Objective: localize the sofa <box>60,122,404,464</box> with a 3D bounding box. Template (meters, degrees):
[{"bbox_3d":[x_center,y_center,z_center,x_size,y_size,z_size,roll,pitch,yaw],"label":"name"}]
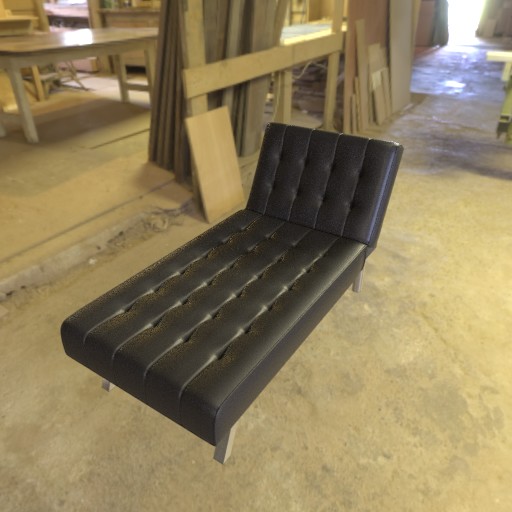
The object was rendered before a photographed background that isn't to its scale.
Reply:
[{"bbox_3d":[0.000,0.000,2.000,0.760,0.820,1.560,19,36,28],"label":"sofa"}]
